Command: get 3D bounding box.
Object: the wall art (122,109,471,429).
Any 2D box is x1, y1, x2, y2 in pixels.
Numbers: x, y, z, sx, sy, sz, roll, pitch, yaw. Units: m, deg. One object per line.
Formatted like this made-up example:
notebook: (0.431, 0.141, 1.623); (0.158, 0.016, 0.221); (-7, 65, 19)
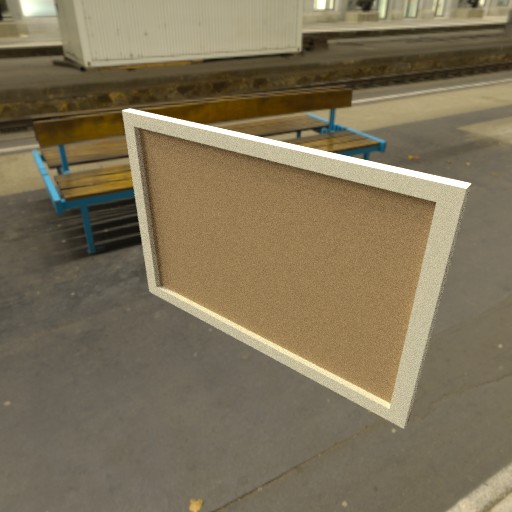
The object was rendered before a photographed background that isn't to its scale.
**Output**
wall art: (0.000, 0.000, 1.436); (1.144, 0.767, 0.038); (22, 37, 32)
